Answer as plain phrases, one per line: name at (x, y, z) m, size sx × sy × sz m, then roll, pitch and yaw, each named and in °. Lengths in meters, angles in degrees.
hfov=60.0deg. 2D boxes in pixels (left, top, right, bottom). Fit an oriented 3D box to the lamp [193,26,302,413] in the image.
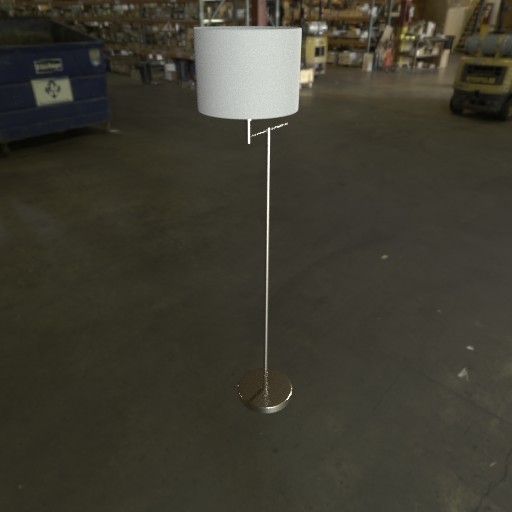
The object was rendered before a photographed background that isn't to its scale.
lamp at (0.000, 0.000, 1.744) m, size 0.324 × 1.600 × 0.416 m, roll 18°, pitch 33°, yaw 29°
